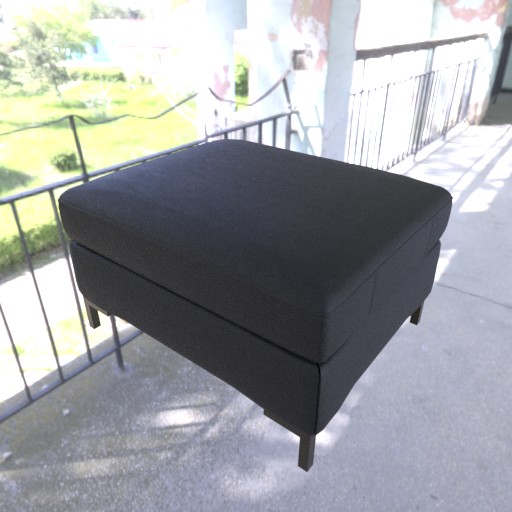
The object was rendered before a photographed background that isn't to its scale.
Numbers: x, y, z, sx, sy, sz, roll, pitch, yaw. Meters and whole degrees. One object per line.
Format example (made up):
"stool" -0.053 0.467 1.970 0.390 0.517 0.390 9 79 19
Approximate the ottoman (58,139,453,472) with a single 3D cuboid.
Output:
"ottoman" 0.000 0.000 1.799 1.187 0.696 0.967 21 36 32
